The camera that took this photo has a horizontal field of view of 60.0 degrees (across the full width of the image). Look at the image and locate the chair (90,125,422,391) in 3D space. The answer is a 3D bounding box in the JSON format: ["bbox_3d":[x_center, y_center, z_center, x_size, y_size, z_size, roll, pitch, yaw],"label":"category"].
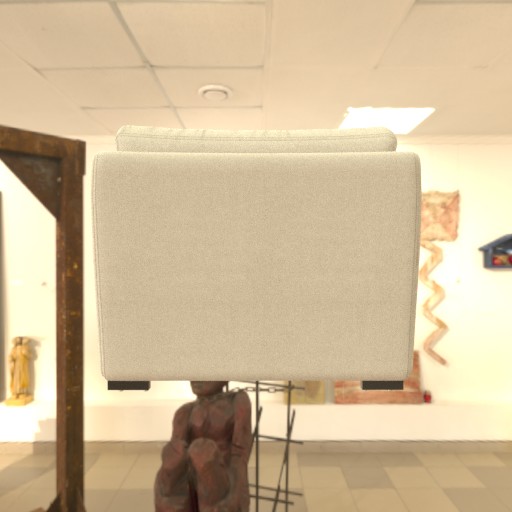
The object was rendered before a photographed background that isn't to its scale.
[{"bbox_3d":[0.000,0.000,1.970,1.140,0.930,1.158,0,0,0],"label":"chair"}]
